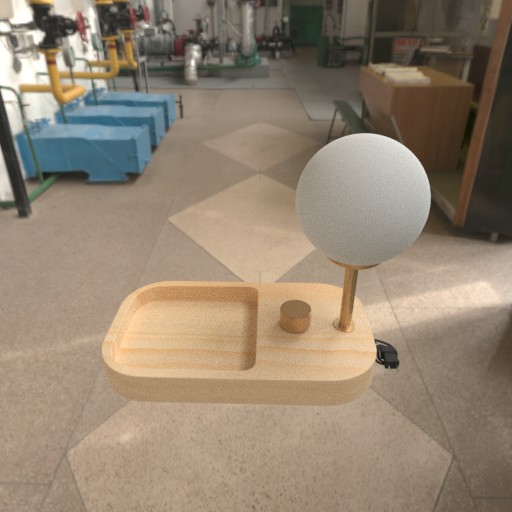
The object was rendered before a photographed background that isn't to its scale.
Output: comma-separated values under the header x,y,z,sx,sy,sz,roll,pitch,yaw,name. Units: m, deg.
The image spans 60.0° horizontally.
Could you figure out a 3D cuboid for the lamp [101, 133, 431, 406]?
x,y,z,sx,sy,sz,roll,pitch,yaw,name
0.000,0.000,0.463,0.331,0.253,0.173,1,30,1,lamp
